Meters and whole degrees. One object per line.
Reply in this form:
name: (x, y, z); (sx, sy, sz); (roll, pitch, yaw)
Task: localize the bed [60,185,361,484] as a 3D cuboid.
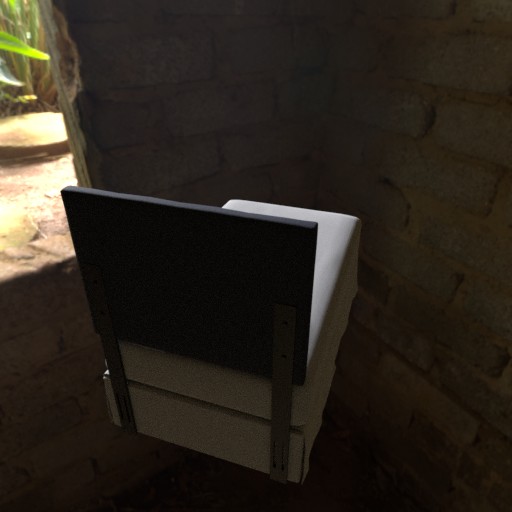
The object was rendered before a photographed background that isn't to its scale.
bed: (0.000, 0.000, 2.953); (1.261, 1.571, 1.997); (10, 32, 16)
